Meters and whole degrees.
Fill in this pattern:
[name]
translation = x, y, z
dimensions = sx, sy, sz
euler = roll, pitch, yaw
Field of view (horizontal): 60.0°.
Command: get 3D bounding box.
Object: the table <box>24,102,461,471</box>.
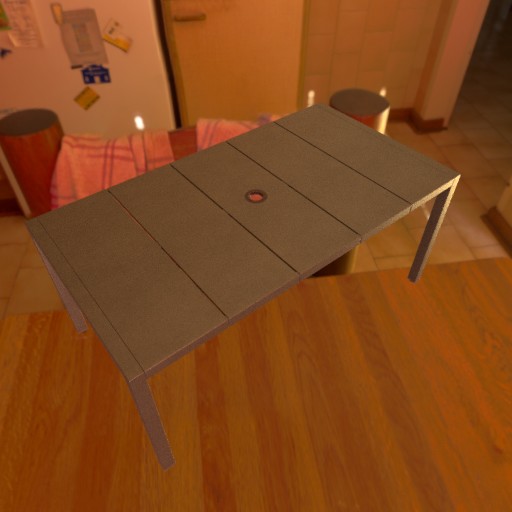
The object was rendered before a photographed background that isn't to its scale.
[table]
translation = 0.000, 0.000, 2.172
dimensions = 1.680, 0.735, 0.914
euler = -30, 52, -26
